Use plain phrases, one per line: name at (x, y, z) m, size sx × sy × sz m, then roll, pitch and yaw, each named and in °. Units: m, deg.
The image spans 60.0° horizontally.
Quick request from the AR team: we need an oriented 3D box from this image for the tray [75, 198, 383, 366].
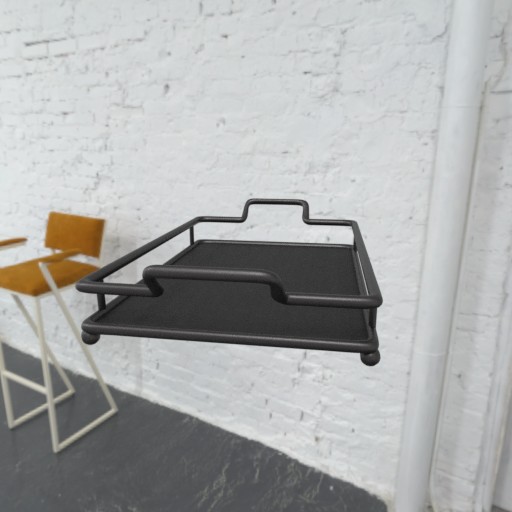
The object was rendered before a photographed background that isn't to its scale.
tray at (0.000, 0.000, 0.610) m, size 0.297 × 0.101 × 0.495 m, roll 2°, pitch 14°, yaw 9°
